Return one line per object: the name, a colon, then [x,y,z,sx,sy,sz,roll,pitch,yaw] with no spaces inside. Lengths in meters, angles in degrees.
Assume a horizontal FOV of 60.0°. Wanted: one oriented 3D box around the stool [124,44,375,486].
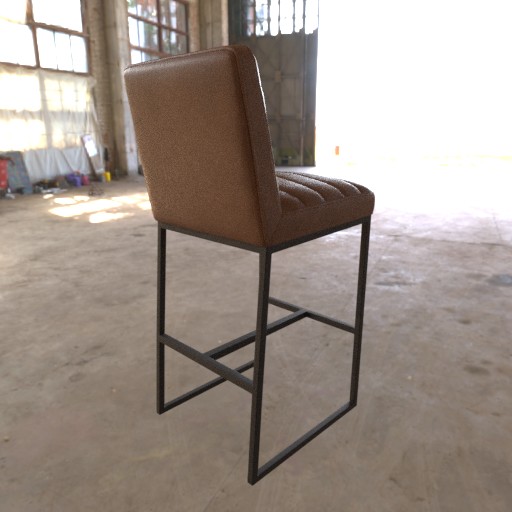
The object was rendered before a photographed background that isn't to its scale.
stool: [0.000,0.000,1.299,0.458,1.040,0.556,15,21,43]
